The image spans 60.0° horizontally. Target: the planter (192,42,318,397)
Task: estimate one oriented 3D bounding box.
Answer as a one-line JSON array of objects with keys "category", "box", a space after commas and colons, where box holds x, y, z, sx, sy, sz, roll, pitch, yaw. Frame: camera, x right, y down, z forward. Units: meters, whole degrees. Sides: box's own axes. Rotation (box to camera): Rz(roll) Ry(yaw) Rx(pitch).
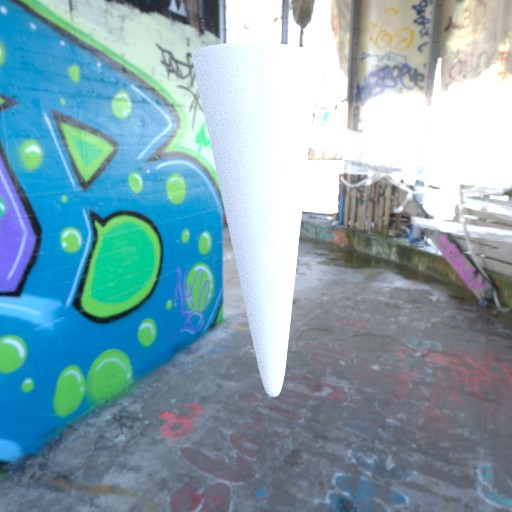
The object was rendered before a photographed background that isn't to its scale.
[{"category": "planter", "box": [0.000, 0.000, 0.232, 0.057, 0.193, 0.064, 7, 17, 26]}]
